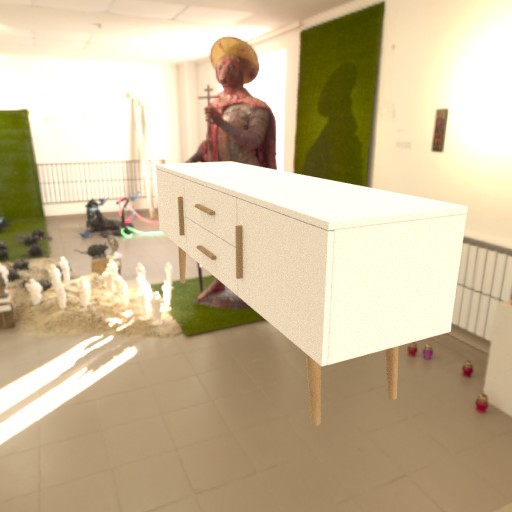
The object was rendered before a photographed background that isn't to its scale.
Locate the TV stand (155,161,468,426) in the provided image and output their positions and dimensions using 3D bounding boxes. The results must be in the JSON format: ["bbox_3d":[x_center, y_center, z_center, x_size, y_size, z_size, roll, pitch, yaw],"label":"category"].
[{"bbox_3d":[0.000,0.000,1.611,0.401,0.560,1.398,-8,18,-25],"label":"TV stand"}]
